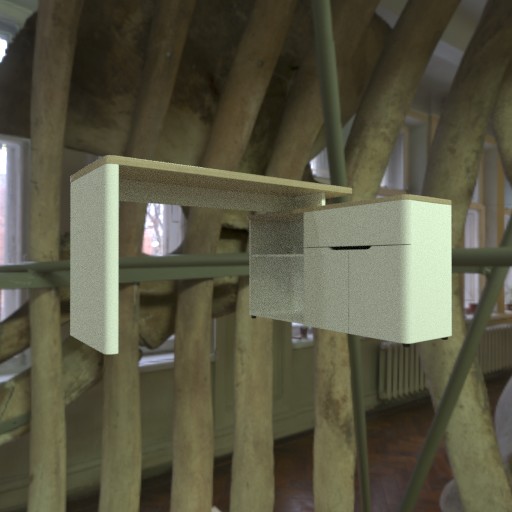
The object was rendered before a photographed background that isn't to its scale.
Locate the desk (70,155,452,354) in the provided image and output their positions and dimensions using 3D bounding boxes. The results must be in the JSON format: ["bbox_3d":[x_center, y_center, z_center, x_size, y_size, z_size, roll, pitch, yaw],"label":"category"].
[{"bbox_3d":[0.000,0.000,2.093,1.400,0.770,1.175,0,0,-36],"label":"desk"}]
